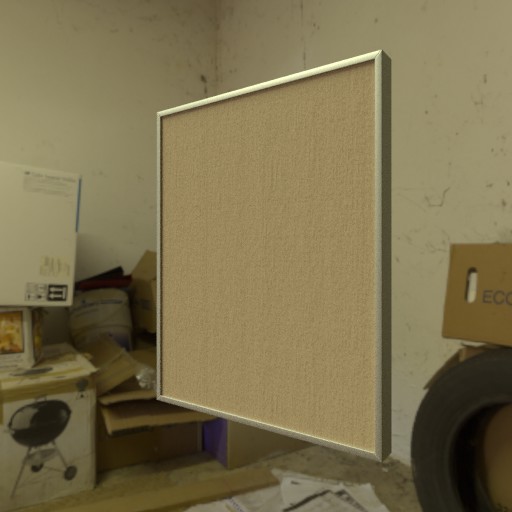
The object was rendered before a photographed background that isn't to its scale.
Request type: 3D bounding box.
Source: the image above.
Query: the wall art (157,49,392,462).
[{"bbox_3d":[0.000,0.000,0.739,0.445,0.553,0.039,0,0,36],"label":"wall art"}]
